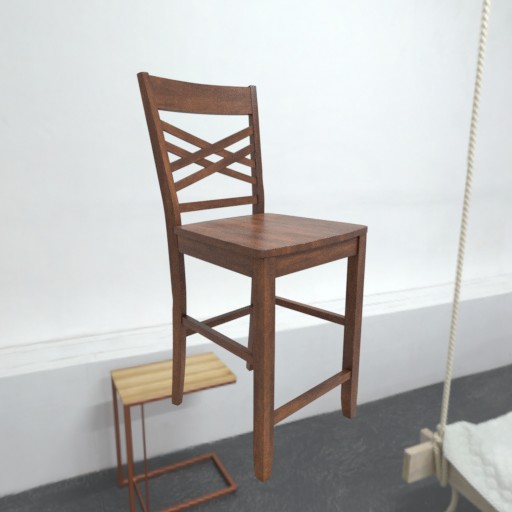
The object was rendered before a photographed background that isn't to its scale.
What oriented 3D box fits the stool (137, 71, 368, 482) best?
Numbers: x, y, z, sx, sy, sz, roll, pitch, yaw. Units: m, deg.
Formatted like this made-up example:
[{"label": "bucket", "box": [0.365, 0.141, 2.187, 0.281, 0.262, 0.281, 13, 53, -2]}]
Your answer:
[{"label": "stool", "box": [0.000, 0.000, 1.382, 0.462, 1.079, 0.539, -13, 19, -42]}]
